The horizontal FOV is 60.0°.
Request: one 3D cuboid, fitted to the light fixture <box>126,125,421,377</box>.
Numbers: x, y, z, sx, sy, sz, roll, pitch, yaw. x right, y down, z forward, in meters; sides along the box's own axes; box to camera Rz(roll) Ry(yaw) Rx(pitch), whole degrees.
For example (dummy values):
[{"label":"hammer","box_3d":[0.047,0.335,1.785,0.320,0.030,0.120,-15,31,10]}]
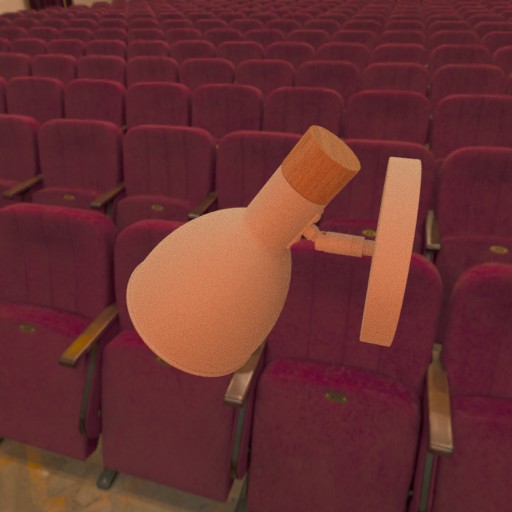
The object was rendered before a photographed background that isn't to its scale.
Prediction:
[{"label":"light fixture","box_3d":[0.000,0.000,0.336,0.209,0.199,0.127,9,31,14]}]
